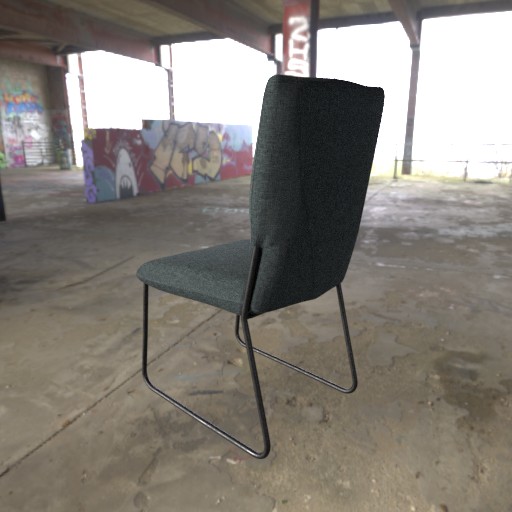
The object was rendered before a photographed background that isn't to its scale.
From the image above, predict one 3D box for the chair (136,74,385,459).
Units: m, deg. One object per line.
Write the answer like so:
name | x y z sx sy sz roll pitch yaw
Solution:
chair | 0.000 0.000 1.308 0.635 0.931 0.480 14 21 42
